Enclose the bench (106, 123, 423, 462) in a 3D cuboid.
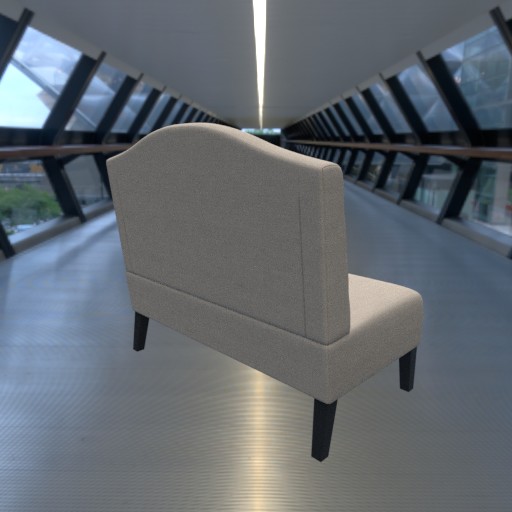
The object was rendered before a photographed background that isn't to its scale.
[{"bbox_3d":[0.000,0.000,2.101,0.815,1.180,1.335,-13,19,-43],"label":"bench"}]
